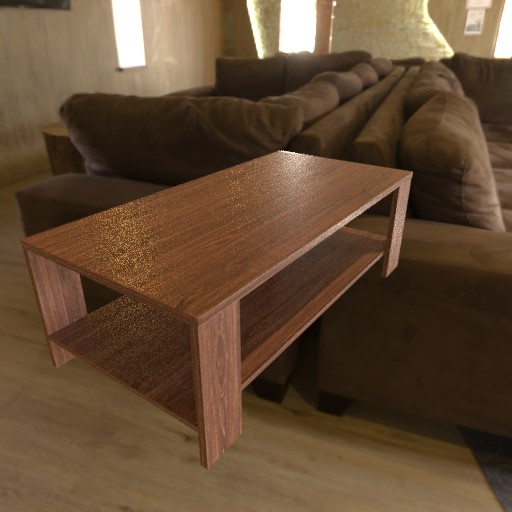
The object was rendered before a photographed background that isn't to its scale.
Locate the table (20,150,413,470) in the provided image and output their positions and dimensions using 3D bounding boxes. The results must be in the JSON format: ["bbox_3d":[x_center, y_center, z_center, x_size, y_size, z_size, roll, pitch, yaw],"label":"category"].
[{"bbox_3d":[0.000,0.000,1.483,0.600,0.400,1.200,18,31,31],"label":"table"}]
